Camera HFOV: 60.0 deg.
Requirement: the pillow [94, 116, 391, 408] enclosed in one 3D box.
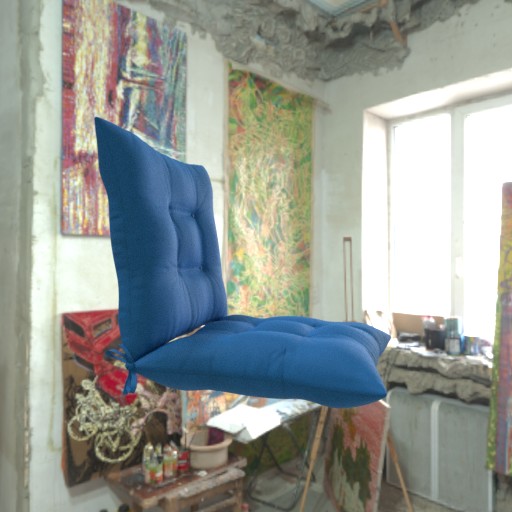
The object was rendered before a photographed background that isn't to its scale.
[{"bbox_3d":[0.000,0.000,1.006,0.585,0.536,0.541,0,0,17],"label":"pillow"}]
